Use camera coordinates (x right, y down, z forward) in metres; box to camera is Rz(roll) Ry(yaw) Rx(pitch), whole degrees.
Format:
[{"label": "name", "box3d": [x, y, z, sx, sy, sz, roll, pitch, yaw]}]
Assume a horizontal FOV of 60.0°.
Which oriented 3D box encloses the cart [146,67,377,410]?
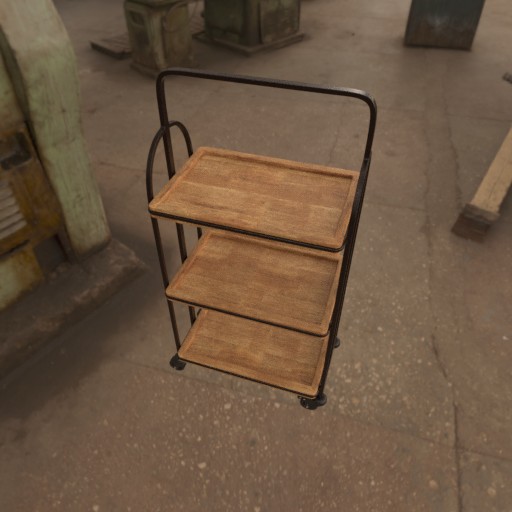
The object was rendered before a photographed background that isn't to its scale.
[{"label": "cart", "box3d": [0.000, 0.000, 1.262, 0.553, 1.001, 0.327, 12, 43, 14]}]
